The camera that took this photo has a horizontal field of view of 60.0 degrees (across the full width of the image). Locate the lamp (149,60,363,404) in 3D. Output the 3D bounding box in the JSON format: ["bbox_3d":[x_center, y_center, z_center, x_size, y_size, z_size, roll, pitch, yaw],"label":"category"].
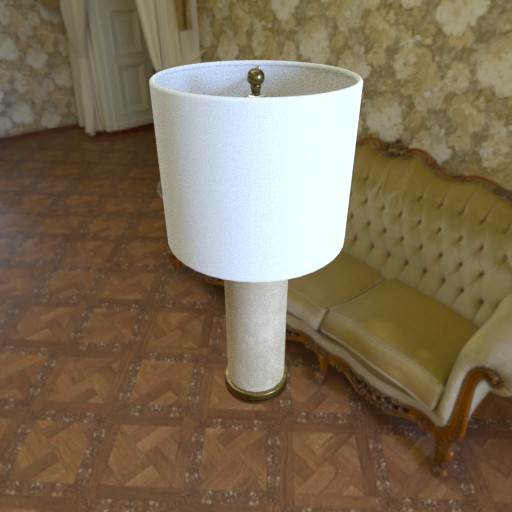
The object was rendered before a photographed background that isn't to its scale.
[{"bbox_3d":[0.000,0.000,0.804,0.305,0.634,0.305,0,32,1],"label":"lamp"}]
